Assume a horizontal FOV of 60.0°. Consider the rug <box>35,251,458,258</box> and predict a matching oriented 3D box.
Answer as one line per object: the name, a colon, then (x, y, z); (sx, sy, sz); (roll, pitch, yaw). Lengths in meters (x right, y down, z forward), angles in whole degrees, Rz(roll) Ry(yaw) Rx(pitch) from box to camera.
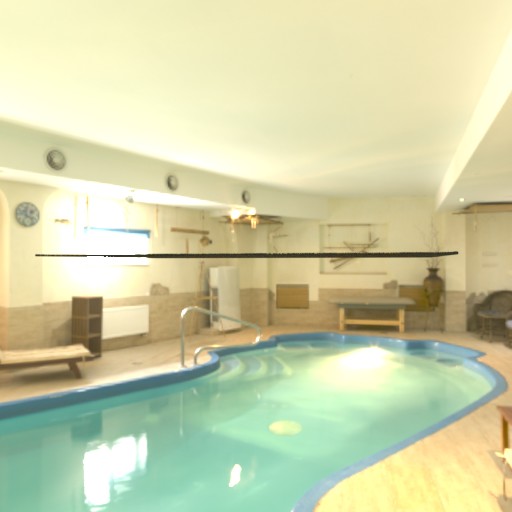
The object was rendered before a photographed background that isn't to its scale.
rug: (0.000, 0.000, 3.138); (2.449, 0.015, 1.530); (0, -1, 17)
